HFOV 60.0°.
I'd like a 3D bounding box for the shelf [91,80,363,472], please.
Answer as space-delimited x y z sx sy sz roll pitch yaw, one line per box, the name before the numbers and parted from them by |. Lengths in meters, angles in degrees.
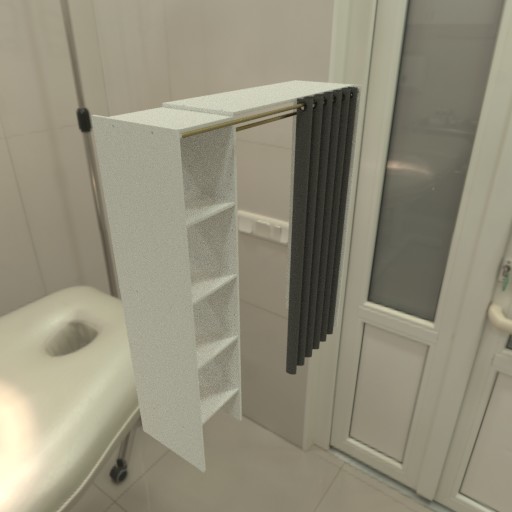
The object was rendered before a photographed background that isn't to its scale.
shelf | 0.000 0.000 2.658 0.500 1.810 1.600 18 33 31
